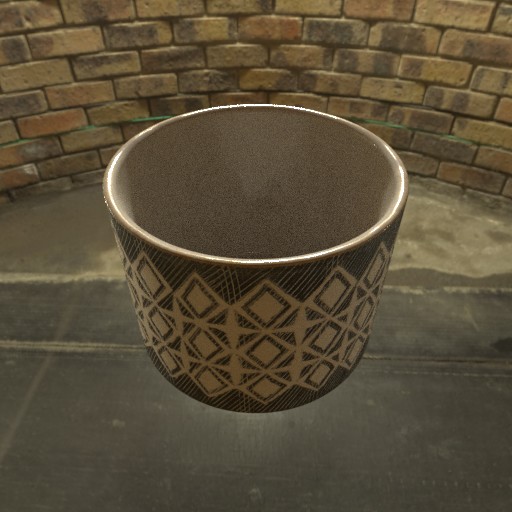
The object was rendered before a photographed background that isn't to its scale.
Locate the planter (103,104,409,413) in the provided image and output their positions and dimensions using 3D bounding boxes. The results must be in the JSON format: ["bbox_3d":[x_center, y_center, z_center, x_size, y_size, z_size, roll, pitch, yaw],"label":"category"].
[{"bbox_3d":[0.000,0.000,0.223,0.126,0.104,0.126,0,42,0],"label":"planter"}]
